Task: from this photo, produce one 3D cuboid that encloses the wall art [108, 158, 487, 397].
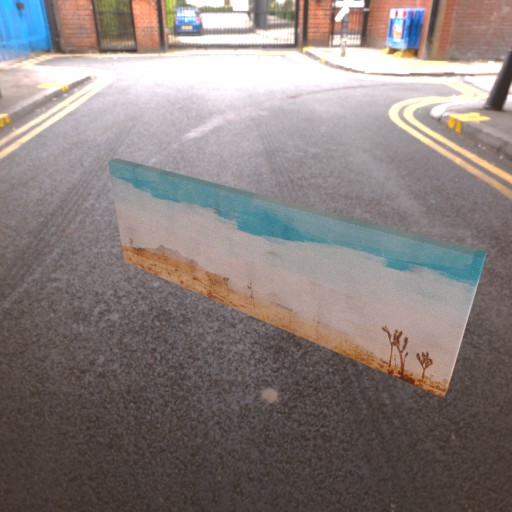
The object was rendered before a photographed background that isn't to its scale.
[{"bbox_3d":[0.000,0.000,0.848,0.759,0.254,0.044,19,34,30],"label":"wall art"}]
